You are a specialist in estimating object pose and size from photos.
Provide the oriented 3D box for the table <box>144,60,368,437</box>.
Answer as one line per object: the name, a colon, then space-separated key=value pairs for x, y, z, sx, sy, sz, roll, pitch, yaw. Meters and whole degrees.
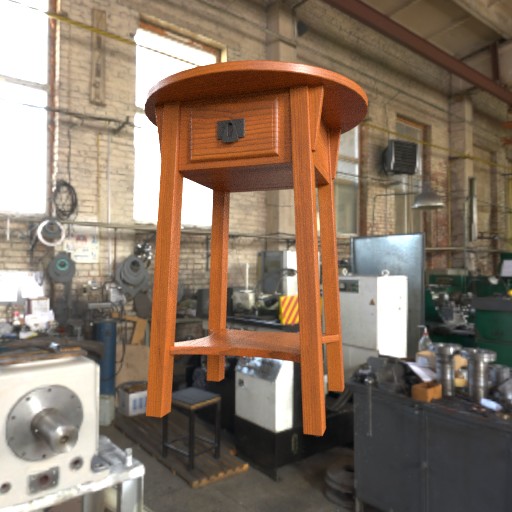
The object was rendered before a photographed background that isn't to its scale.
table: x=0.000 y=0.000 z=0.924 sx=0.457 sy=0.610 sz=0.457 roll=0 pitch=-2 yaw=0
